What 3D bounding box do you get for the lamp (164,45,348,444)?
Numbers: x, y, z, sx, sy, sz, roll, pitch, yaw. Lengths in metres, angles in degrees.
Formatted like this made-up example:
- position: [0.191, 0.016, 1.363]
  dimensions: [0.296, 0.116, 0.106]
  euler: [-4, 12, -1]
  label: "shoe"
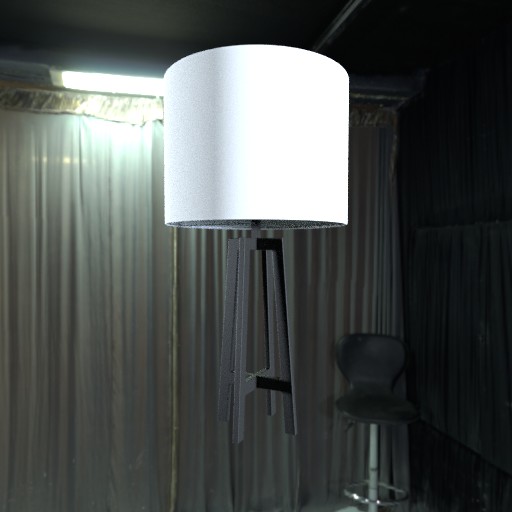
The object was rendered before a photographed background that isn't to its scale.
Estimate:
- position: [0.000, 0.000, 0.633]
  dimensions: [0.257, 0.489, 0.257]
  euler: [0, 1, -19]
  label: "lamp"
